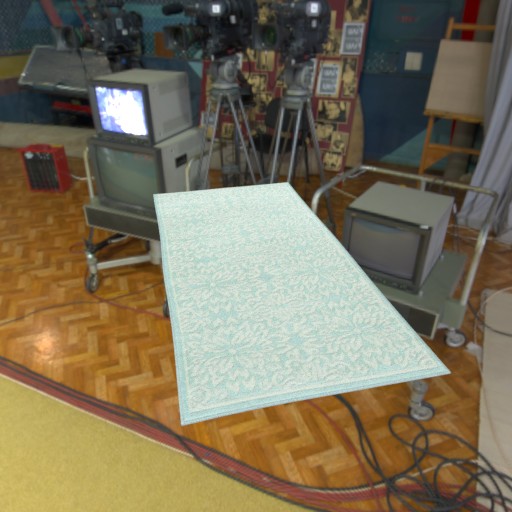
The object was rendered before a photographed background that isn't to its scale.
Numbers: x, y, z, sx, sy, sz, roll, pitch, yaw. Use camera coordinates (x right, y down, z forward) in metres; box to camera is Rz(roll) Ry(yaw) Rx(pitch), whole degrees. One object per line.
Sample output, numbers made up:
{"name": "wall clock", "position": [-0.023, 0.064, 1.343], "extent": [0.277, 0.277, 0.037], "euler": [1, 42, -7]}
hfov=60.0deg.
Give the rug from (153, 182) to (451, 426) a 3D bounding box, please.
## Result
{"name": "rug", "position": [0.000, 0.000, 1.445], "extent": [0.604, 0.007, 1.219], "euler": [-7, 31, -12]}
